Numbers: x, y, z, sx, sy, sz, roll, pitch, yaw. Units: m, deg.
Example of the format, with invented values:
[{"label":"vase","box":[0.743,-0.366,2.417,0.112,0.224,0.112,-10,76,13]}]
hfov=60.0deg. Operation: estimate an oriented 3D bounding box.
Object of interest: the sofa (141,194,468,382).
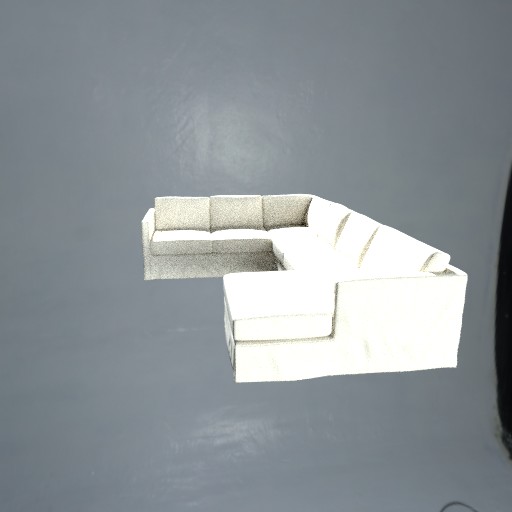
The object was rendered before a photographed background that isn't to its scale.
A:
[{"label":"sofa","box":[0.000,0.000,4.516,2.427,0.882,3.460,-2,15,-8]}]
